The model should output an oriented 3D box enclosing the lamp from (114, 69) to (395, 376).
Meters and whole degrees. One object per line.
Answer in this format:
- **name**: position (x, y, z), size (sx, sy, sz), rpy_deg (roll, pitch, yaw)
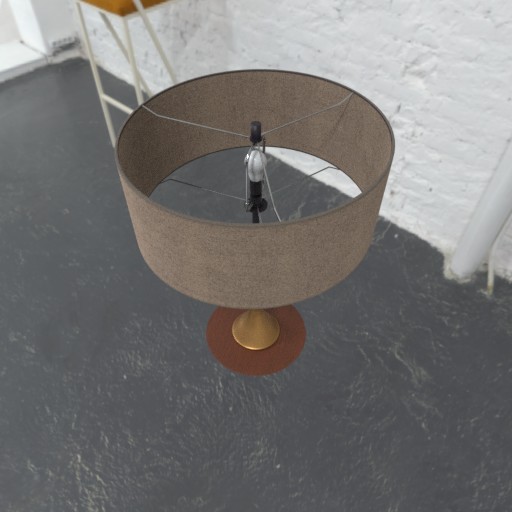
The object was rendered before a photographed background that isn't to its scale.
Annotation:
- **lamp**: position (0.000, 0.000, 0.836), size (0.396, 0.551, 0.417), rpy_deg (16, 48, 15)
